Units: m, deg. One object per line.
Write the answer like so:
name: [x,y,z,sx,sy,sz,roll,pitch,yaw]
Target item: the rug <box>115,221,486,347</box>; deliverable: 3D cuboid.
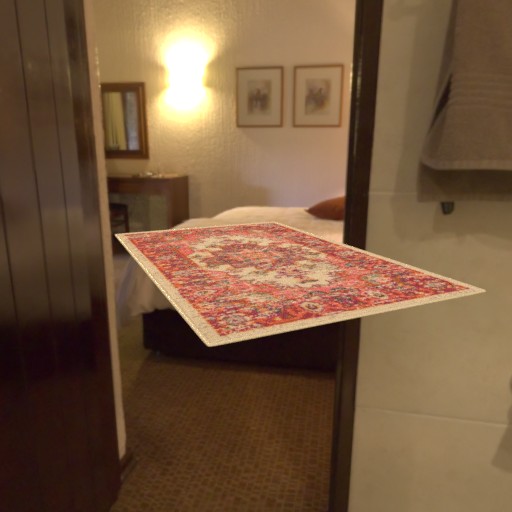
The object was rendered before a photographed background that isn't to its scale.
rug: [0.000,0.000,1.100,0.556,0.004,0.868,-7,15,-24]
